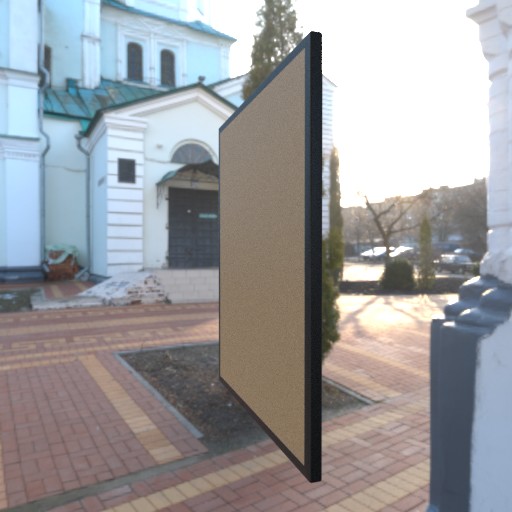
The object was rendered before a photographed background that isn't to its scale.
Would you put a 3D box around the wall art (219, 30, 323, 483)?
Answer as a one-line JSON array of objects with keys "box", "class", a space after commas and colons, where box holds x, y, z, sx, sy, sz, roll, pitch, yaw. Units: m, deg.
[{"box": [0.000, 0.000, 0.798, 0.018, 0.582, 0.481, 0, 1, -19], "class": "wall art"}]
